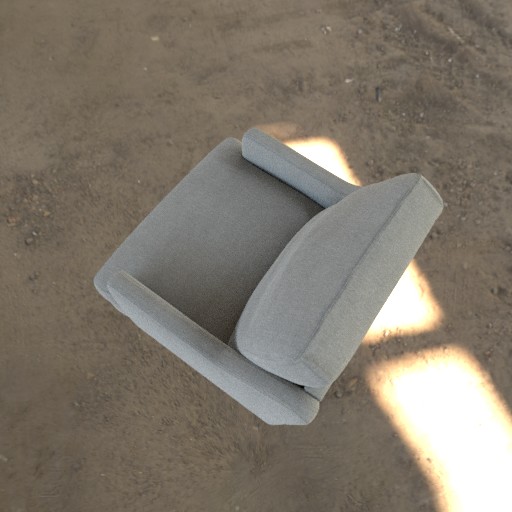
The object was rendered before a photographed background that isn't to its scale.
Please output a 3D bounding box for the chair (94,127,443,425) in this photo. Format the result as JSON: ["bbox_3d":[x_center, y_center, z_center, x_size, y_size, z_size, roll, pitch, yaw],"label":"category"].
[{"bbox_3d":[0.000,0.000,1.559,0.892,0.821,0.826,33,68,15],"label":"chair"}]
